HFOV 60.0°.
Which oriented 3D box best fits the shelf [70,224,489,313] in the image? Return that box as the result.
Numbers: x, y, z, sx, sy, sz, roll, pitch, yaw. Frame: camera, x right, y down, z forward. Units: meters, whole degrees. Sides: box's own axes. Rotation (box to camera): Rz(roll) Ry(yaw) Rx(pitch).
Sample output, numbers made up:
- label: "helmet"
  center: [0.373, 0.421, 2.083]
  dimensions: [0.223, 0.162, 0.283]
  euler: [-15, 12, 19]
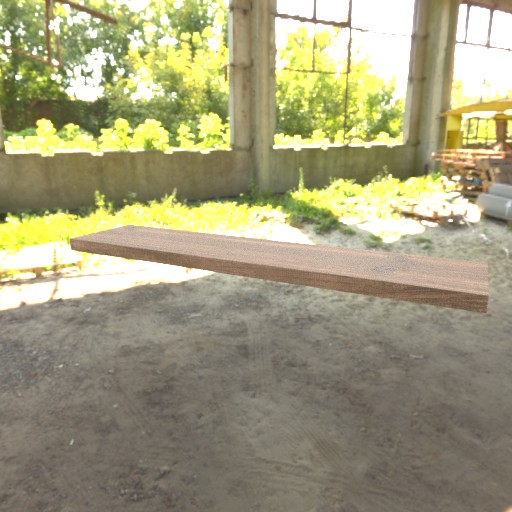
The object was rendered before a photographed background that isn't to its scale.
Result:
- label: "shelf"
  center: [0.000, 0.000, 0.654]
  dimensions: [0.610, 0.020, 0.140]
  euler: [7, 16, 25]
